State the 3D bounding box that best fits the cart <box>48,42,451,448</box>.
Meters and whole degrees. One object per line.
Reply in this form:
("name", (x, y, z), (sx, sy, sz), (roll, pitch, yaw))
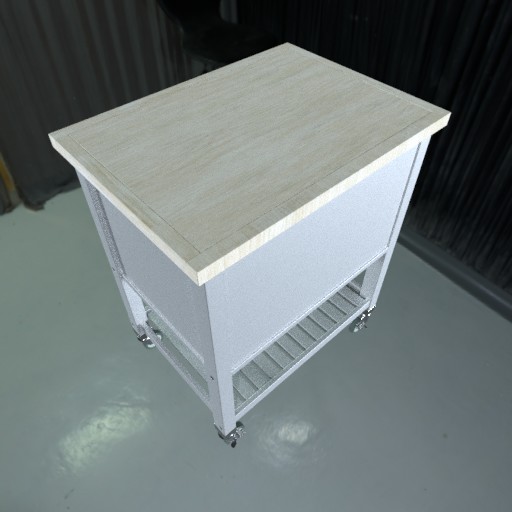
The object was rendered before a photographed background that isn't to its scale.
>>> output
("cart", (0.000, 0.000, 1.369), (0.762, 0.914, 0.559), (-33, 55, -27))
